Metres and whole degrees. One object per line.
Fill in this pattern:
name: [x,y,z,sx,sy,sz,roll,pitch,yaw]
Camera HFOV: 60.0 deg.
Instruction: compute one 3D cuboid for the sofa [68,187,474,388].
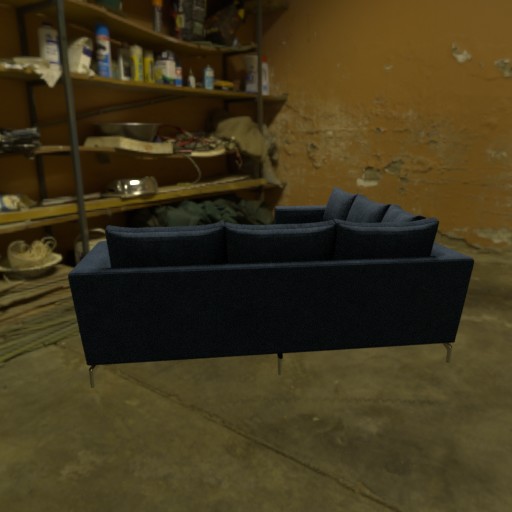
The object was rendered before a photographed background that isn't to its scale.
sofa: [0.000,0.000,3.877,2.463,0.988,2.472,-2,15,-7]
